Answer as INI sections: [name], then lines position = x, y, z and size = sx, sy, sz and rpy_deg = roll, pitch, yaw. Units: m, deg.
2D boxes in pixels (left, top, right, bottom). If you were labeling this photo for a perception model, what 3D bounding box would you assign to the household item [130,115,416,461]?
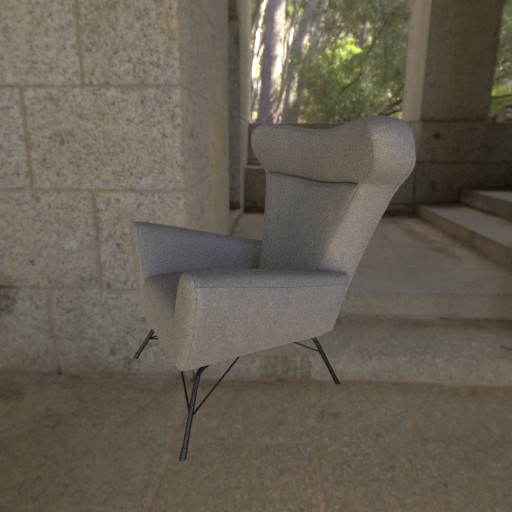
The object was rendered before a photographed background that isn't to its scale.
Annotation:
[household item]
position = 0.000, 0.000, 1.776
size = 0.900, 1.050, 0.980
rpy_deg = -7, 16, -25
